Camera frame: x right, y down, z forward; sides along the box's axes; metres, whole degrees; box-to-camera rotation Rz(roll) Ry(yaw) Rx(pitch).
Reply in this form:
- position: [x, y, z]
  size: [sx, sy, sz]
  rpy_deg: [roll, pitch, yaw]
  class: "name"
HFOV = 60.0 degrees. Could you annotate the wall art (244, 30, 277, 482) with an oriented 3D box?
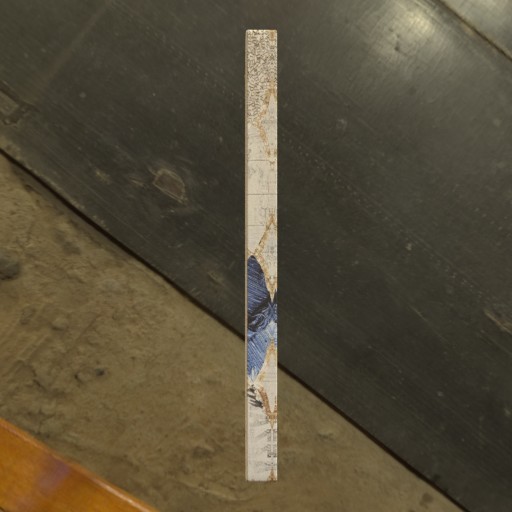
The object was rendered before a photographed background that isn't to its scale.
- position: [0.000, 0.000, 0.747]
  size: [0.038, 0.508, 0.507]
  rpy_deg: [0, 90, -1]
  class: "wall art"
